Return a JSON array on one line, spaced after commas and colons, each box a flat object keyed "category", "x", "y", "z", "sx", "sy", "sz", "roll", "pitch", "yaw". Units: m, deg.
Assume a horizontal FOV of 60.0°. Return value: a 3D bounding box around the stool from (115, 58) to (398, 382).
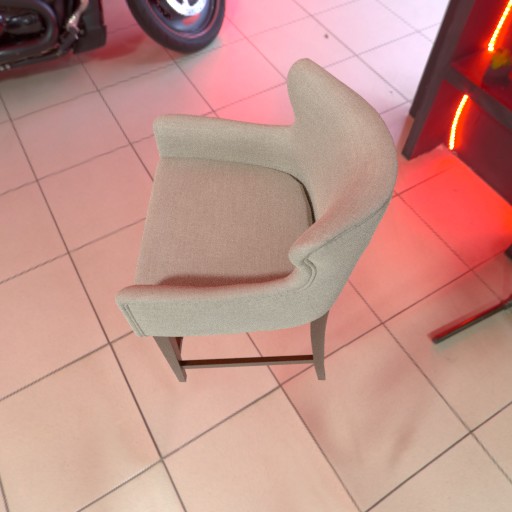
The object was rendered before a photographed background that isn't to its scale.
[{"category": "stool", "x": 0.000, "y": 0.000, "z": 1.386, "sx": 0.637, "sy": 0.987, "sz": 0.615, "roll": 1, "pitch": 58, "yaw": 1}]
